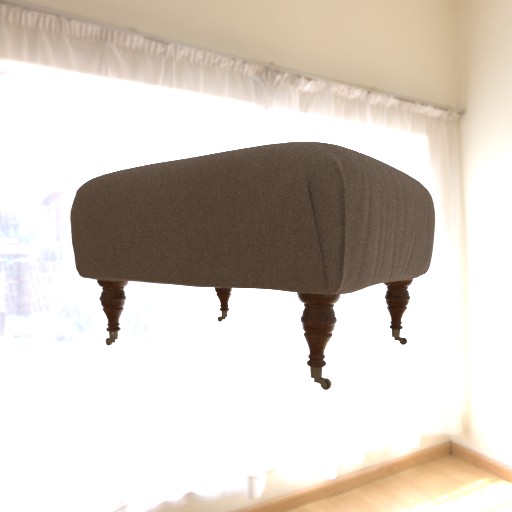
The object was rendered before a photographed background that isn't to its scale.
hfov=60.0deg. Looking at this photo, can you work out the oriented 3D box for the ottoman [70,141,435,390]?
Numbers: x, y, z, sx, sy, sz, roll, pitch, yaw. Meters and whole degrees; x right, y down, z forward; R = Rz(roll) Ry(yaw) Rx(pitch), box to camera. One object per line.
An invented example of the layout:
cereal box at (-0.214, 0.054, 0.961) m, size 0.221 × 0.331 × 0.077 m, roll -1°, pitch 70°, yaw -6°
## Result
ottoman at (0.000, 0.000, 1.104) m, size 0.747 × 0.450 × 0.622 m, roll 1°, pitch 1°, yaw 35°
